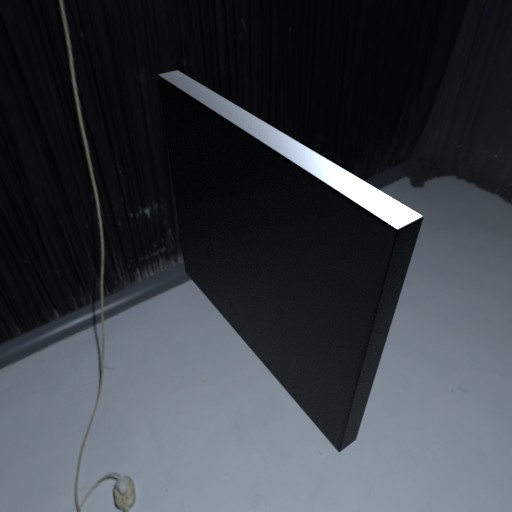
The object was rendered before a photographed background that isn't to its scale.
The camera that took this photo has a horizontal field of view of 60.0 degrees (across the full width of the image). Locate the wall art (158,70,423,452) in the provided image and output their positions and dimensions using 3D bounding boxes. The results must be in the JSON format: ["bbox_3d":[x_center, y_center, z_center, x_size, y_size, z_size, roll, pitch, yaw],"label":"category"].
[{"bbox_3d":[0.000,0.000,0.537,0.028,0.330,0.380,-25,47,-26],"label":"wall art"}]
